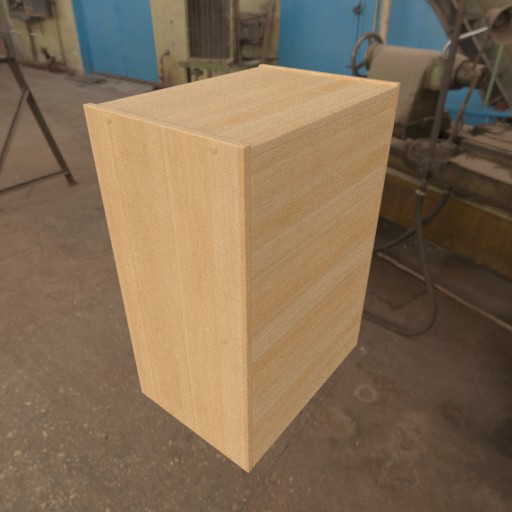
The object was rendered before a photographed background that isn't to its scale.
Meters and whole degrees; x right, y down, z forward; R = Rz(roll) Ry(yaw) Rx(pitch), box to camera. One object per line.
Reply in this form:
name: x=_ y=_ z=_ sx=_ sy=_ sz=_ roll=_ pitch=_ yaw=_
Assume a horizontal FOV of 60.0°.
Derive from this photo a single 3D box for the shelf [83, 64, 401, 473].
shelf: x=0.000 y=0.000 z=0.836 sx=0.290 sy=0.592 sz=0.414 roll=23 pitch=39 yaw=31
